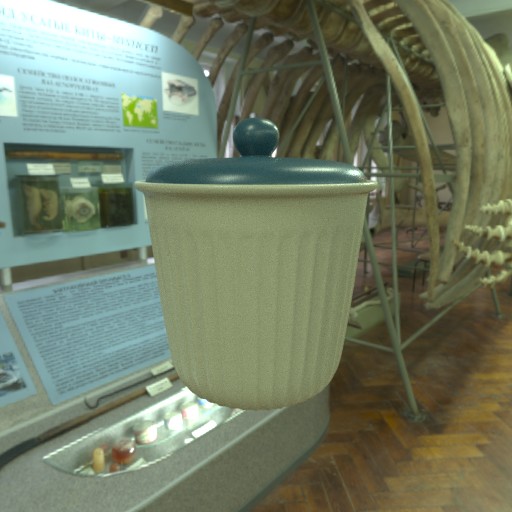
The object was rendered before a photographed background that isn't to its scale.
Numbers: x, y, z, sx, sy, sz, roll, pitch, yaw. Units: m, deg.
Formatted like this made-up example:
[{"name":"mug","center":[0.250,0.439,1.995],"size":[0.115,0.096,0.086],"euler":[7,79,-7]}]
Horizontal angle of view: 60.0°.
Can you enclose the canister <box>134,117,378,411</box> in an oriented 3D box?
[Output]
[{"name":"canister","center":[0.000,0.000,0.352],"size":[0.181,0.211,0.181],"euler":[0,11,0]}]
